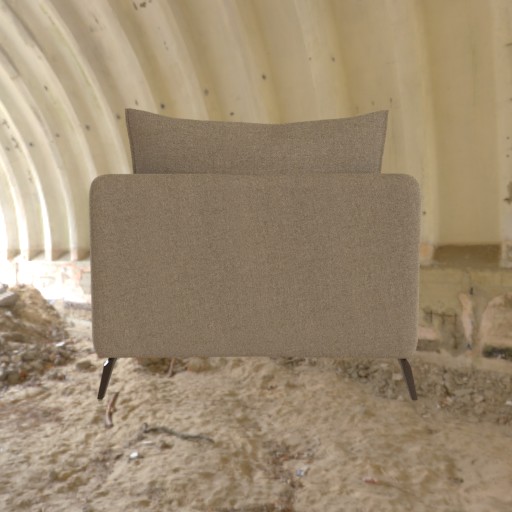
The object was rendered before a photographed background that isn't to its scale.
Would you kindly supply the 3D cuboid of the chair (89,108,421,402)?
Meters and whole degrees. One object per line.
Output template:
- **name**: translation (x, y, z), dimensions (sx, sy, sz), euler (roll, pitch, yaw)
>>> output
- **chair**: translation (0.000, 0.000, 1.642), dimensions (1.029, 0.856, 0.801), euler (0, 0, 1)
